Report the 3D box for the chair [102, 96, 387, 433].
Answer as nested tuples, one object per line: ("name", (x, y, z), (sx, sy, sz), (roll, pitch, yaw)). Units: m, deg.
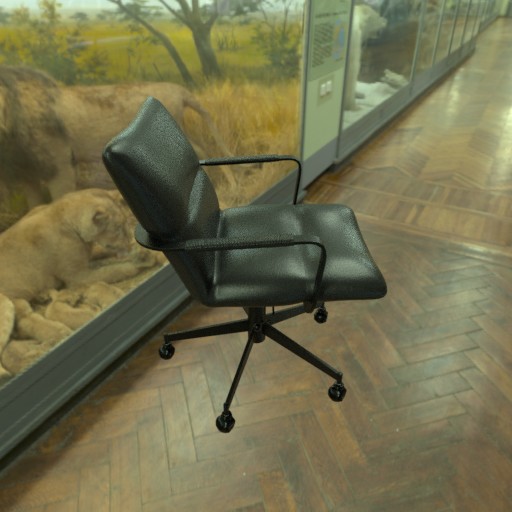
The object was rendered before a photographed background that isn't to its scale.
("chair", (0.000, 0.000, 1.482), (0.748, 0.922, 0.719), (-1, 32, -1))
